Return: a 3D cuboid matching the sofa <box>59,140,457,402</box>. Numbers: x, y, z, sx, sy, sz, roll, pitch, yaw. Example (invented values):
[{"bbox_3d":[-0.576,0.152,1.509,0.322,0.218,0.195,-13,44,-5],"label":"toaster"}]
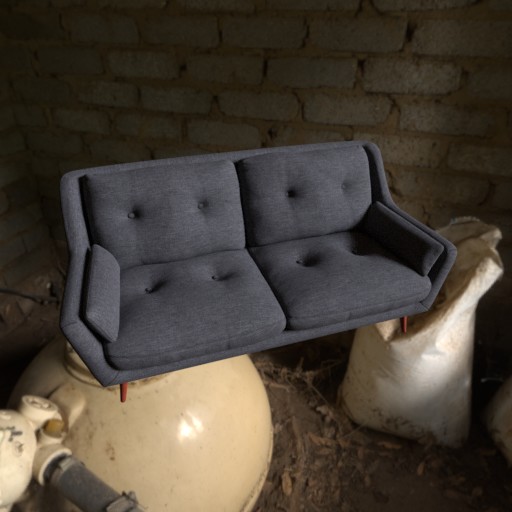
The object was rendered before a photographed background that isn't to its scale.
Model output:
[{"bbox_3d":[0.000,0.000,2.399,1.929,0.896,0.975,-10,32,-16],"label":"sofa"}]
